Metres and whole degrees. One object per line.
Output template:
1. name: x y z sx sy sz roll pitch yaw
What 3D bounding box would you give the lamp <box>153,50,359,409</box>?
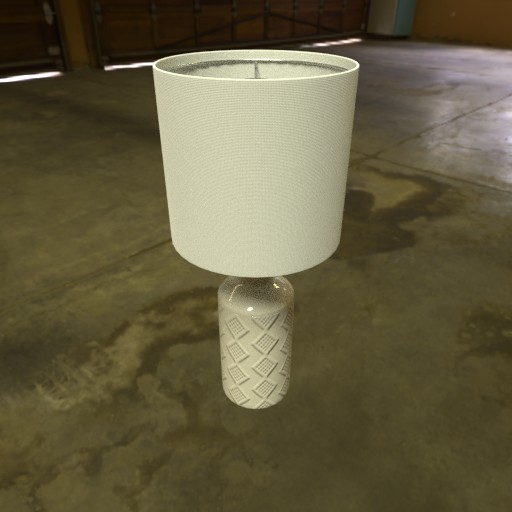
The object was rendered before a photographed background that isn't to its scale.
1. lamp: 0.000 0.000 0.569 0.207 0.461 0.207 0 31 0
